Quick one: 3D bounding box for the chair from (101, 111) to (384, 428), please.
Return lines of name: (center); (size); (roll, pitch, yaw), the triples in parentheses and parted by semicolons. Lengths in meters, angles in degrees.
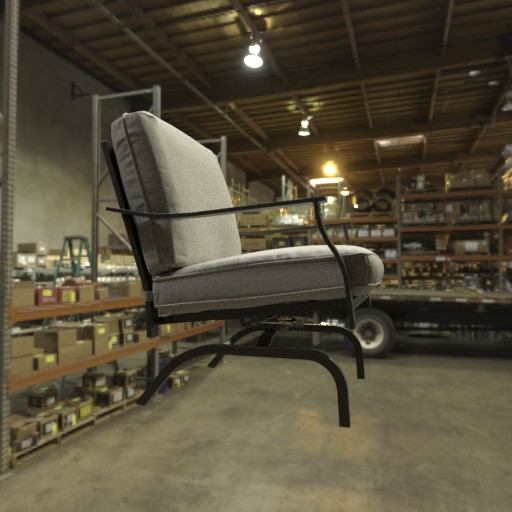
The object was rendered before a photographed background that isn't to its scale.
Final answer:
chair: (0.000, 0.000, 1.441); (0.787, 0.860, 0.650); (-1, -2, 18)
